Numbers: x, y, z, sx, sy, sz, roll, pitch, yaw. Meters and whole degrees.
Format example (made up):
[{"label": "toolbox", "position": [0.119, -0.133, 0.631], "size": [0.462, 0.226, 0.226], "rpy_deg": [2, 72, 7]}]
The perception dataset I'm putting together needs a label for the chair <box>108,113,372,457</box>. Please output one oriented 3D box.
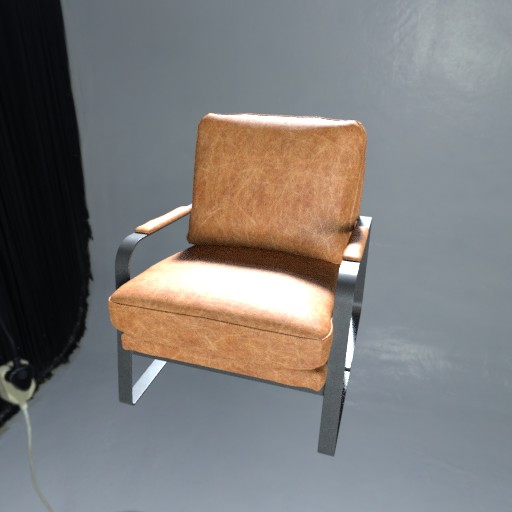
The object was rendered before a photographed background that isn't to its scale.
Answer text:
[{"label": "chair", "position": [0.000, 0.000, 1.380], "size": [0.651, 0.777, 0.801], "rpy_deg": [8, 27, 16]}]
